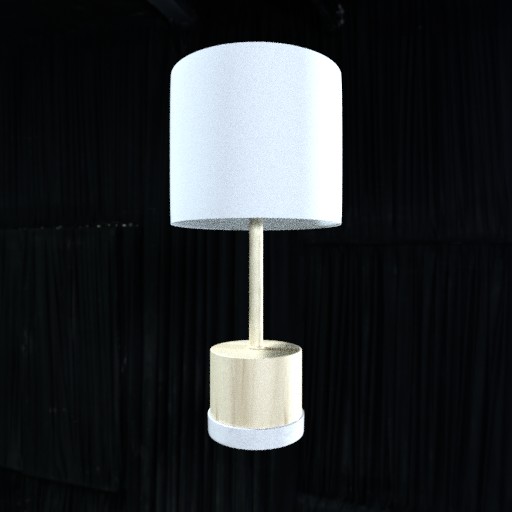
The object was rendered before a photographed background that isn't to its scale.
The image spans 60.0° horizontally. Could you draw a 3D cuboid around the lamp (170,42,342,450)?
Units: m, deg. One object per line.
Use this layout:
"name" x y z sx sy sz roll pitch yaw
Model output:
"lamp" 0.000 0.000 0.600 0.229 0.470 0.229 0 0 18
